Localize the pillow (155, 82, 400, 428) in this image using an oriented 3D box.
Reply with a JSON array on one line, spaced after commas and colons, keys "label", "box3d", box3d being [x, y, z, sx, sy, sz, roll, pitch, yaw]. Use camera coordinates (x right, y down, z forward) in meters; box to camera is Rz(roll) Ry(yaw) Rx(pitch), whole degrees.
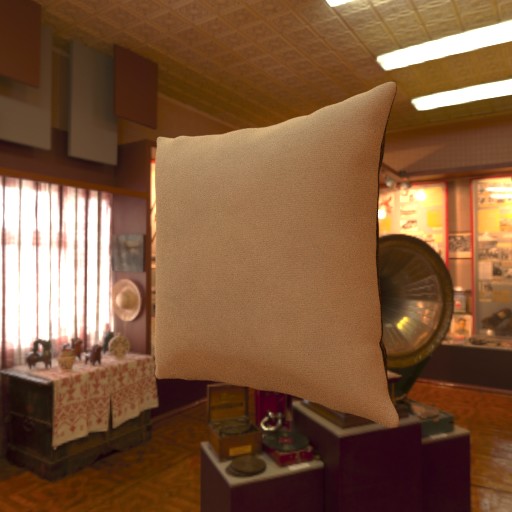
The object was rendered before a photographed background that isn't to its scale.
[{"label": "pillow", "box3d": [0.000, 0.000, 0.675, 0.433, 0.434, 0.196, -1, -1, 35]}]
